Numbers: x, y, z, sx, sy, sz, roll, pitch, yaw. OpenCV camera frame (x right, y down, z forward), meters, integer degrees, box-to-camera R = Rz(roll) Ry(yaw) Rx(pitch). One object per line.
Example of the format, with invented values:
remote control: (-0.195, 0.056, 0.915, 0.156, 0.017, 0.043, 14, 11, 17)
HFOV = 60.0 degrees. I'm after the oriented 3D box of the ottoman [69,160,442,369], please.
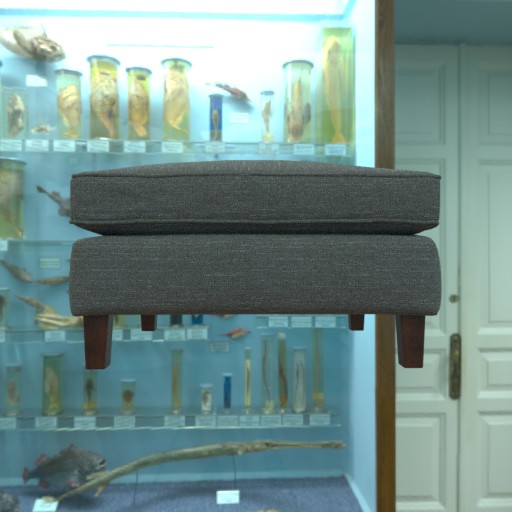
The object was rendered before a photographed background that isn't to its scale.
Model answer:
ottoman: (0.000, 0.000, 1.014, 0.686, 0.406, 0.508, 0, 0, -1)
